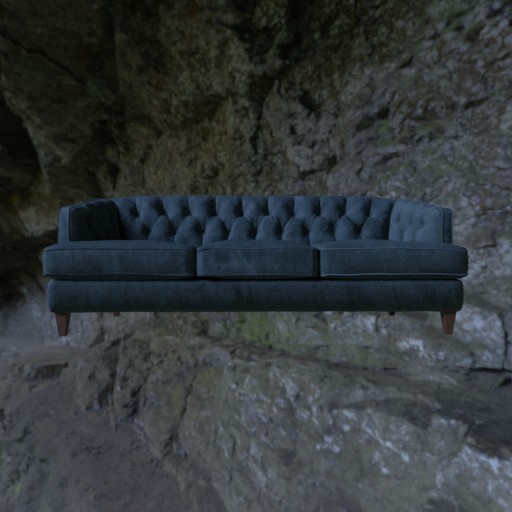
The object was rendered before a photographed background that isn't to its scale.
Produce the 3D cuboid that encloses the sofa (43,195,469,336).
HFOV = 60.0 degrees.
[{"bbox_3d":[0.000,0.000,2.773,2.278,0.855,0.941,0,1,-1],"label":"sofa"}]
